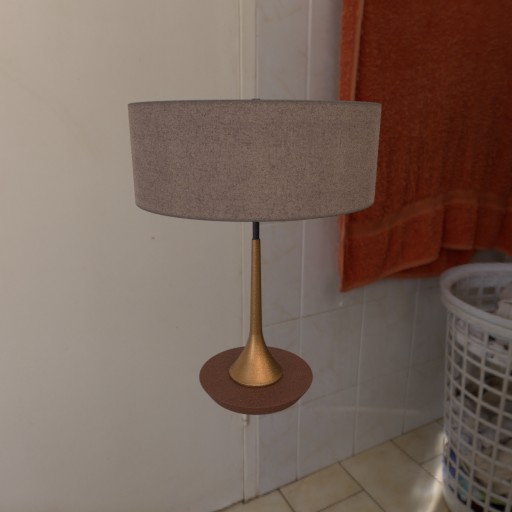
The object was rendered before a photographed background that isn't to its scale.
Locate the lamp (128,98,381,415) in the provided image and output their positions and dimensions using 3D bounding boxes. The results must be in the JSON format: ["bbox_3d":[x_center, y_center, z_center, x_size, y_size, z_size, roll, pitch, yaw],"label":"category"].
[{"bbox_3d":[0.000,0.000,0.823,0.417,0.551,0.396,-8,19,-25],"label":"lamp"}]
